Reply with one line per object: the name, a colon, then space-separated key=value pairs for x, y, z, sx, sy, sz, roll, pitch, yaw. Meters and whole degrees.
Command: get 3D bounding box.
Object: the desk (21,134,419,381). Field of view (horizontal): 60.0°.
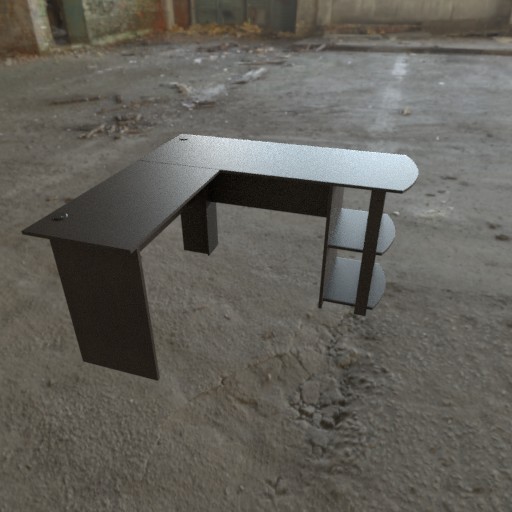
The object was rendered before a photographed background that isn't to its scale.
desk: x=0.000 y=0.000 z=2.136 sx=1.361 sy=0.716 sz=1.303 roll=9 pitch=32 yaw=15
